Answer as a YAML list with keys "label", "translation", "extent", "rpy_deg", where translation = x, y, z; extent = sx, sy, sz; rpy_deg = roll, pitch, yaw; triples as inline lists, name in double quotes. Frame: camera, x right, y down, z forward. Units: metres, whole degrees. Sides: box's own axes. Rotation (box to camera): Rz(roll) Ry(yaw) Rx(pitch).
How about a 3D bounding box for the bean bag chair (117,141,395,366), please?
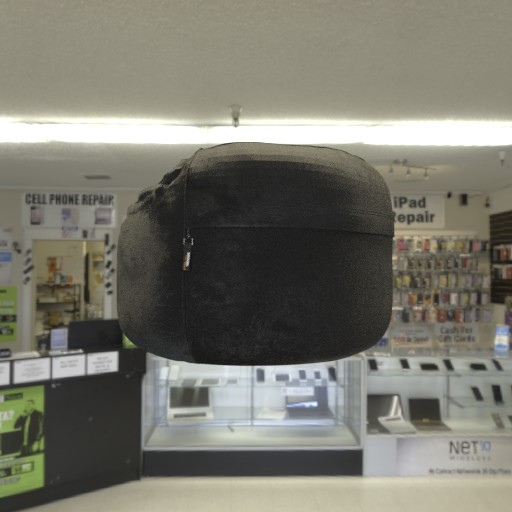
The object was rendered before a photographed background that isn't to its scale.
- label: "bean bag chair"
  translation: [0.000, 0.000, 1.525]
  extent: [0.918, 0.605, 0.918]
  rpy_deg: [0, -1, 0]
